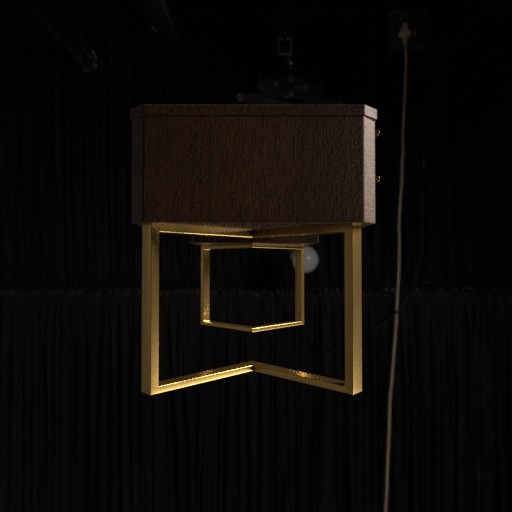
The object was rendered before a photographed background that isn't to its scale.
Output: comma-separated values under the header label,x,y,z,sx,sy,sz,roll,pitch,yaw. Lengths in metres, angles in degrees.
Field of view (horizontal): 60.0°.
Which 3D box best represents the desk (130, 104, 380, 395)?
label,x,y,z,sx,sy,sz,roll,pitch,yaw
desk,0.000,0.000,1.887,0.684,0.762,1.479,0,-1,0
